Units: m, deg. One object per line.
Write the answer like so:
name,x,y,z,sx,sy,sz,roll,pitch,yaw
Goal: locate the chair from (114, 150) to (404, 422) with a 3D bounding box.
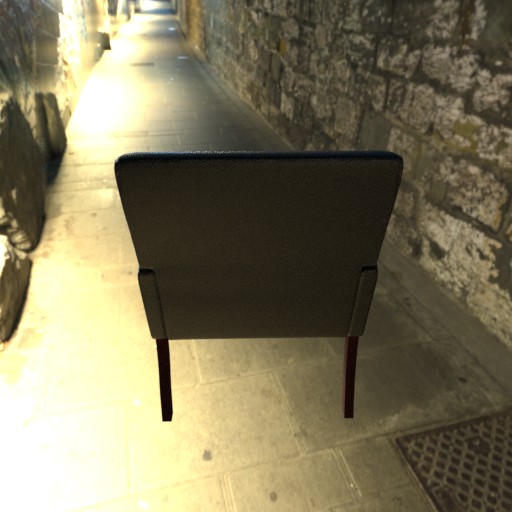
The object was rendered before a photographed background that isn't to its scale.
chair,0.000,0.000,1.498,0.683,0.951,0.772,-1,31,-1
